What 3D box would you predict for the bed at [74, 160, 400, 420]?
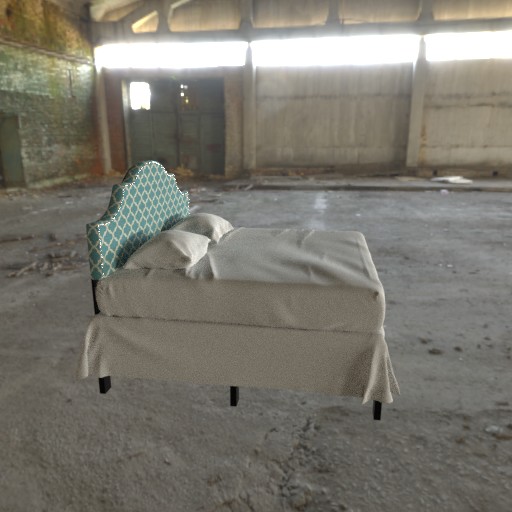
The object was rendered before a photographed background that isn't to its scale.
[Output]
[{"bbox_3d":[0.000,0.000,3.838,2.222,1.601,2.314,2,15,9],"label":"bed"}]
